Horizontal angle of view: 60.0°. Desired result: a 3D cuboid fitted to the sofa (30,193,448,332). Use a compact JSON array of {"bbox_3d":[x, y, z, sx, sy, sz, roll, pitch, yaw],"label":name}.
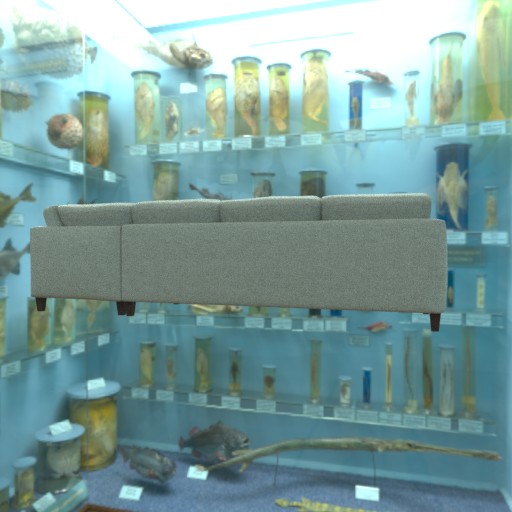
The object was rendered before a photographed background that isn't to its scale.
[{"bbox_3d":[0.000,0.000,4.472,3.333,0.934,2.522,0,1,17],"label":"sofa"}]
